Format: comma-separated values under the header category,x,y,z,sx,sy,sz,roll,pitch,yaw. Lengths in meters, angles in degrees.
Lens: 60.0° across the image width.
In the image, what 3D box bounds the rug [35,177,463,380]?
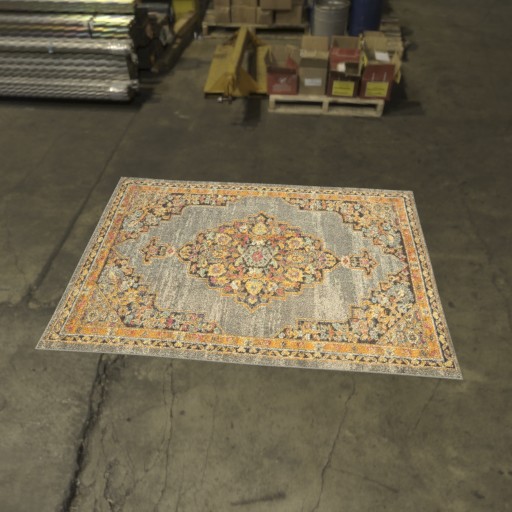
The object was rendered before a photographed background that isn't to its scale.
category,x,y,z,sx,sy,sz,roll,pitch,yaw
rug,0.000,0.000,3.898,3.063,0.024,2.158,3,45,3
